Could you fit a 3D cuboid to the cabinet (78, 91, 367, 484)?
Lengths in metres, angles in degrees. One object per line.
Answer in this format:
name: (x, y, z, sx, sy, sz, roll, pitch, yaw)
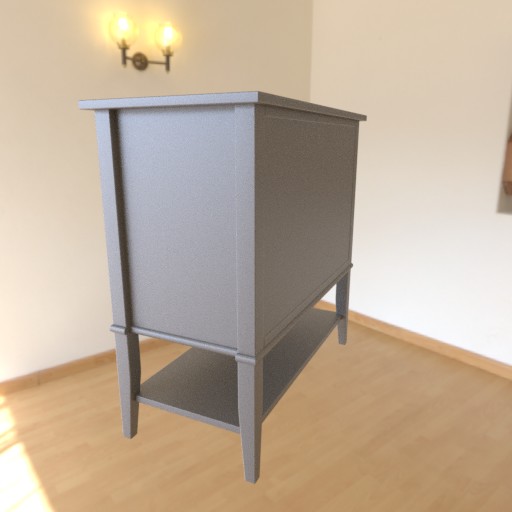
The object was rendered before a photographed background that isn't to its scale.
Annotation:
cabinet: (0.000, 0.000, 1.241, 0.396, 0.780, 0.801, 7, 16, 25)
